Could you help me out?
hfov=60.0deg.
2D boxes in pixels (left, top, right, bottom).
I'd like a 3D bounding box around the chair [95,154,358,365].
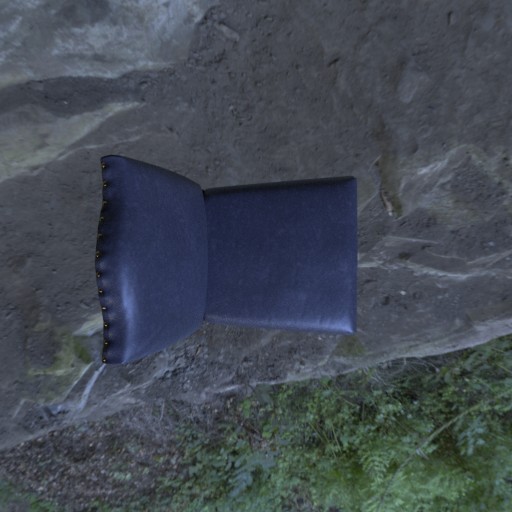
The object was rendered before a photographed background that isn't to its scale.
[{"bbox_3d":[0.000,0.000,1.352,0.633,0.991,0.500,0,91,0],"label":"chair"}]
